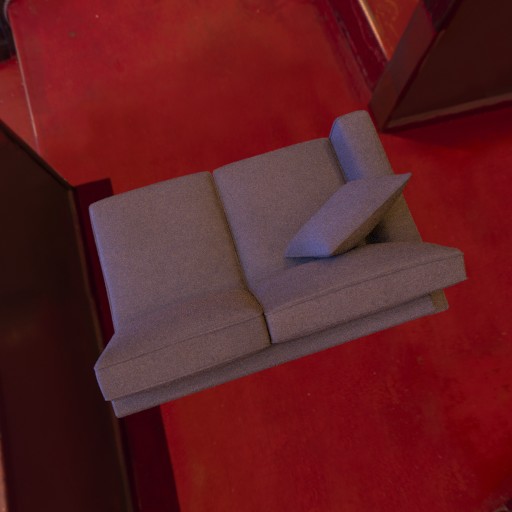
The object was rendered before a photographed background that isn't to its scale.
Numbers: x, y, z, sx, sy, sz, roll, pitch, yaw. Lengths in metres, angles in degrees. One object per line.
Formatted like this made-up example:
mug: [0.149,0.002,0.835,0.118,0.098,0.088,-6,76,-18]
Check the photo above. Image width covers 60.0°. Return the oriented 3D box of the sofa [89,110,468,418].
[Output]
sofa: [0.000,0.000,2.030,1.388,0.989,0.991,-17,76,-4]
